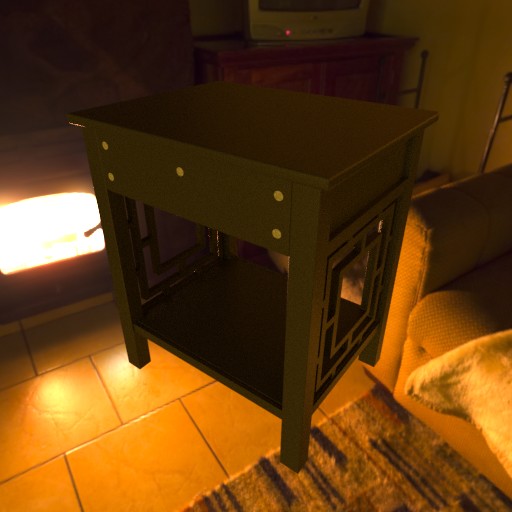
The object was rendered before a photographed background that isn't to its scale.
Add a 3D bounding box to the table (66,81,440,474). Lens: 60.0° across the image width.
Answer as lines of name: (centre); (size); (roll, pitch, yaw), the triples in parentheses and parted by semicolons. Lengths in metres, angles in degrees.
table: (0.000, 0.000, 1.017); (0.564, 0.646, 0.451); (21, 37, 31)
